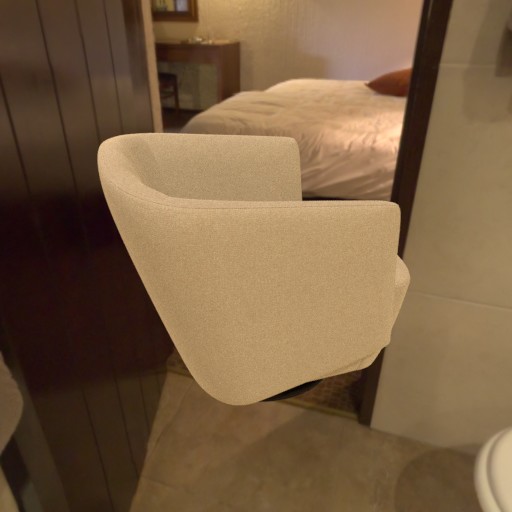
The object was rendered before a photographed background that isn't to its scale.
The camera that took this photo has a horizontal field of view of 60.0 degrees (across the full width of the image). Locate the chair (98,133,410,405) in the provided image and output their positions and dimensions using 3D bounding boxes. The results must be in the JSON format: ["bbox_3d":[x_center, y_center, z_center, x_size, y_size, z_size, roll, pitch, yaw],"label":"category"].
[{"bbox_3d":[0.000,0.000,1.642,0.986,0.861,0.822,-9,31,-16],"label":"chair"}]
